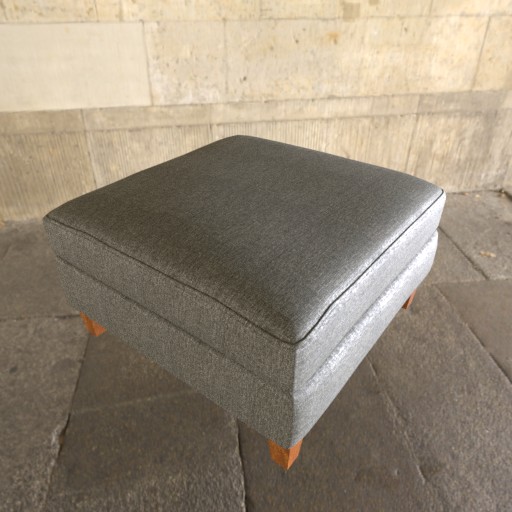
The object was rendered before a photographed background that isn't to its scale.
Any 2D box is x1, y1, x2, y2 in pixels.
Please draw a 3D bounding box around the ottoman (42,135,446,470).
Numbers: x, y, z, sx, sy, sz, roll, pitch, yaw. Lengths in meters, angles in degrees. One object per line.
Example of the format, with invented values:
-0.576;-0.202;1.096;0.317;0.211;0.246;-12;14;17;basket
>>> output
0.000;0.000;1.332;0.838;0.481;0.838;23;40;30;ottoman
